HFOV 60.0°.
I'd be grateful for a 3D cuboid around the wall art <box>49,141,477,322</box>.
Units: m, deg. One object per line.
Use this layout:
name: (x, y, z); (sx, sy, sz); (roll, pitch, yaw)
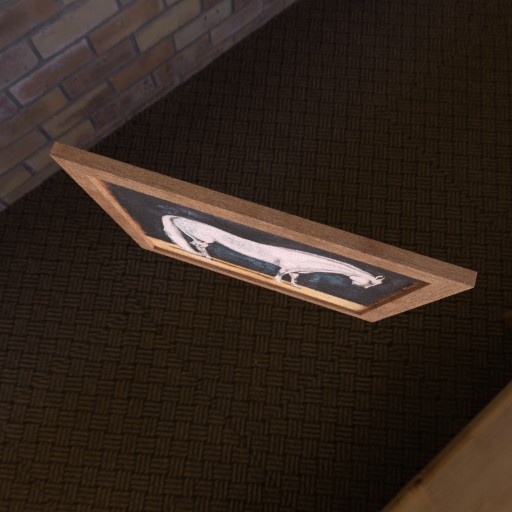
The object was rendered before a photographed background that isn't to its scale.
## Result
wall art: (0.000, 0.000, 0.973); (0.690, 0.588, 0.026); (18, 77, 4)
